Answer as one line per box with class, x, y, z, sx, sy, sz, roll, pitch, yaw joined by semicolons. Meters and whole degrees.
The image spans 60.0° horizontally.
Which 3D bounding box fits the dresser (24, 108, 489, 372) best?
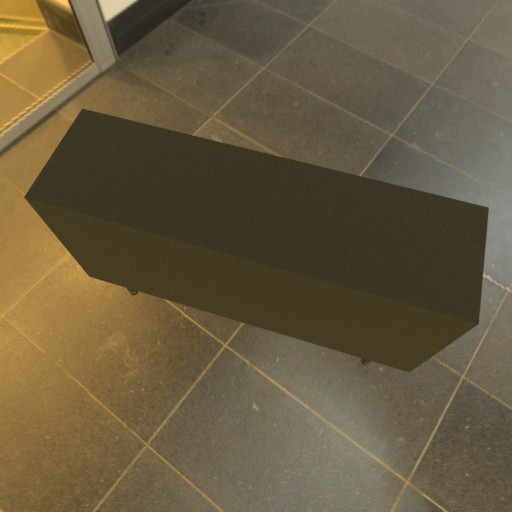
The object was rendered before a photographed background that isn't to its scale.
dresser;0.000;0.000;1.936;1.558;0.872;0.463;15;64;8
